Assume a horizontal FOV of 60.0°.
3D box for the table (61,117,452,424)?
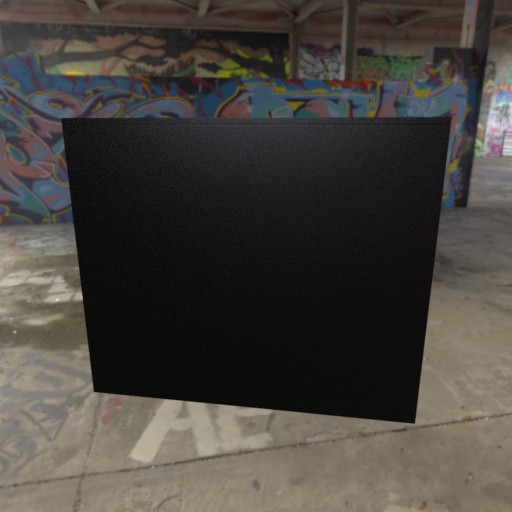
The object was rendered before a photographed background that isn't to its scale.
[{"bbox_3d":[0.000,0.000,1.334,0.930,0.790,0.380,3,17,9],"label":"table"}]
